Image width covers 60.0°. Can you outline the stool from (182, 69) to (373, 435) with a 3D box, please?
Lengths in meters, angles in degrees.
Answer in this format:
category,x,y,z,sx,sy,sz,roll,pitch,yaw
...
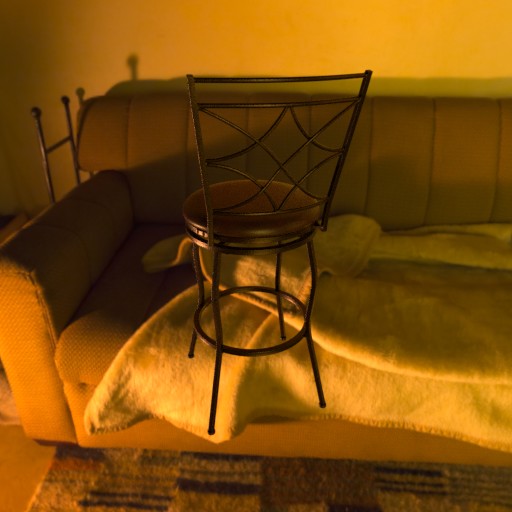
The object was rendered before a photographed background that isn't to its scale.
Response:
category,x,y,z,sx,sy,sz,roll,pitch,yaw
stool,0.000,0.000,1.412,0.434,1.117,0.534,-8,28,-15
